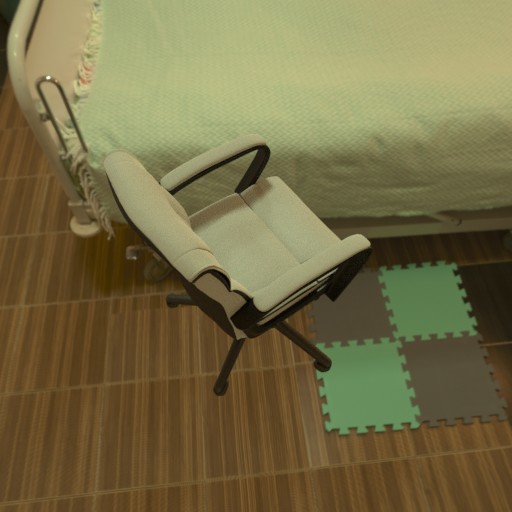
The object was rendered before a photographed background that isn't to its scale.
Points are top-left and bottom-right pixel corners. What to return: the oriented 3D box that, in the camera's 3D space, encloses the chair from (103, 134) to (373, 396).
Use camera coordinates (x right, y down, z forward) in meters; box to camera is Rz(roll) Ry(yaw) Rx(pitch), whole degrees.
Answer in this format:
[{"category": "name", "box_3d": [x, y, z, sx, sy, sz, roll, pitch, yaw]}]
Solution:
[{"category": "chair", "box_3d": [0.000, 0.000, 1.515, 0.717, 1.004, 0.739, -31, 63, -18]}]
